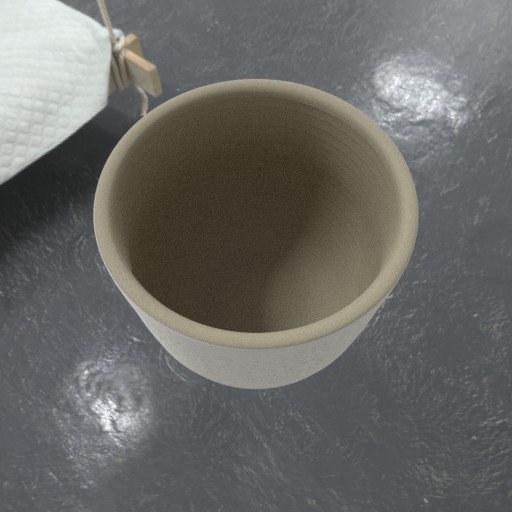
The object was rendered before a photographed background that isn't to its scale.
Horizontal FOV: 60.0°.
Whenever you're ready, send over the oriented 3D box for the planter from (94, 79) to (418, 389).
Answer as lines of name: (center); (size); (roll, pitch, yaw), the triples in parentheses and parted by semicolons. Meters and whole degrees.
planter: (0.000, 0.000, 0.219); (0.124, 0.109, 0.124); (0, 63, 0)
